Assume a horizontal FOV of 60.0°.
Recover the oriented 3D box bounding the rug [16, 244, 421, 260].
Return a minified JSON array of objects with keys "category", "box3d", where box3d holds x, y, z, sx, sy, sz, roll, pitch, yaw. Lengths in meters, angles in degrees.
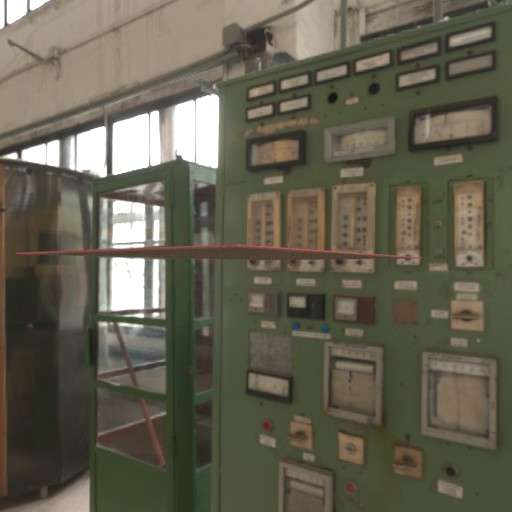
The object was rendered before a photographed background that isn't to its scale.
[{"category":"rug","box3d":[0.000,0.000,2.990,1.534,0.010,2.423,-1,-2,35]}]
